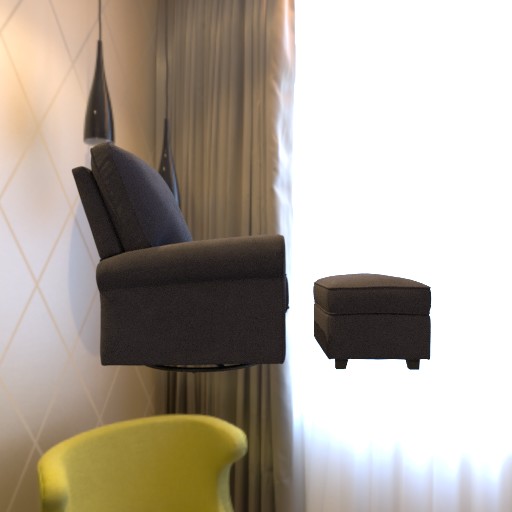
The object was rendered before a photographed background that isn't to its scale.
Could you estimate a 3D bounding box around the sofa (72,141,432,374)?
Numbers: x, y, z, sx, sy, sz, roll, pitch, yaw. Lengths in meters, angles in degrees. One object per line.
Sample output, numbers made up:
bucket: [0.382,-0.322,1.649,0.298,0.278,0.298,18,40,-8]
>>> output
sofa: [0.000,0.000,2.101,1.478,0.959,0.880,0,-1,1]
